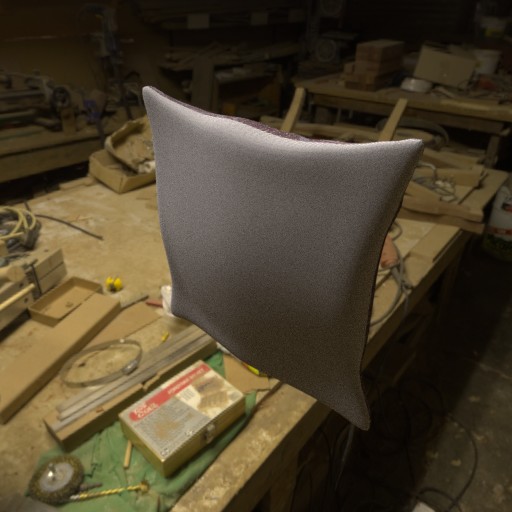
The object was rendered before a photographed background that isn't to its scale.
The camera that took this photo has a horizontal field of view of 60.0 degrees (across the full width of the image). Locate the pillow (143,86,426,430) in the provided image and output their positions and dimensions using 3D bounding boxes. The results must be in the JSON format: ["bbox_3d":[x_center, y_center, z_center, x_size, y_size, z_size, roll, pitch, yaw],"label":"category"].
[{"bbox_3d":[0.000,0.000,0.783,0.514,0.513,0.163,23,38,33],"label":"pillow"}]
